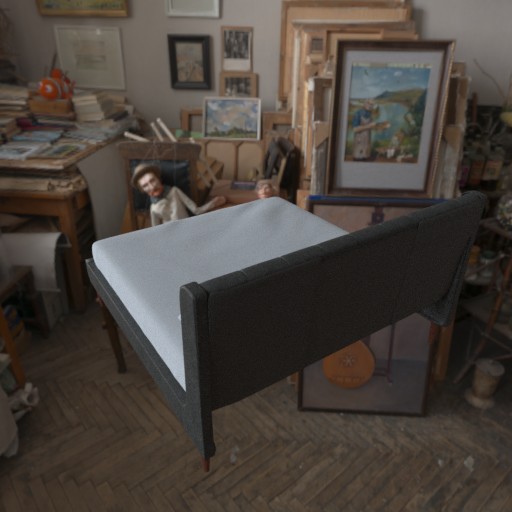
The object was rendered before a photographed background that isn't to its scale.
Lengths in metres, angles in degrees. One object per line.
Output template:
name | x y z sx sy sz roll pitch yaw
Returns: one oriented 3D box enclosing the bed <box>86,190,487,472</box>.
bed | 0.000 0.000 3.112 1.903 1.158 2.031 -18 33 -29
